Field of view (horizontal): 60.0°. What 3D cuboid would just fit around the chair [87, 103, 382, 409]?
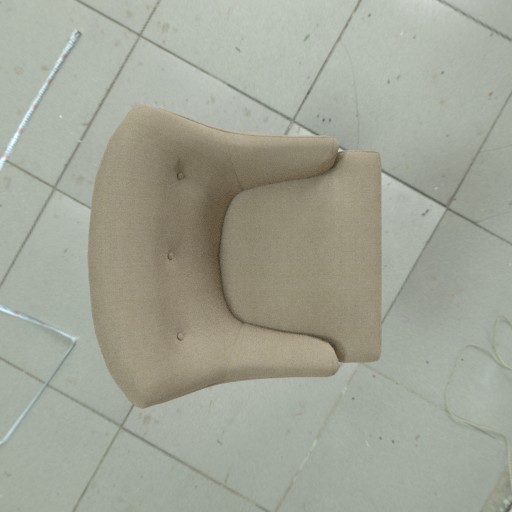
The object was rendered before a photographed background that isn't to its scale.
[{"bbox_3d":[0.000,0.000,1.605,0.923,0.856,0.864,0,90,1],"label":"chair"}]
